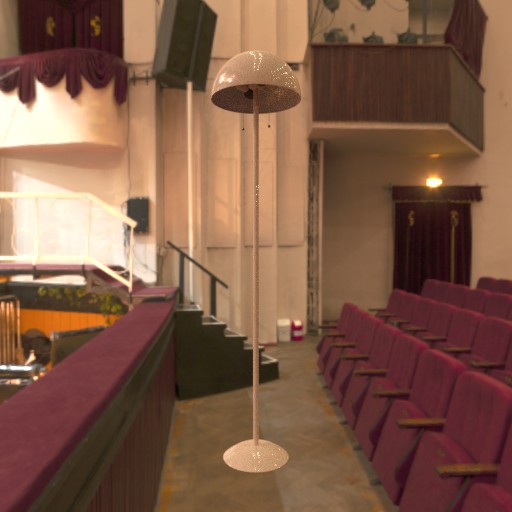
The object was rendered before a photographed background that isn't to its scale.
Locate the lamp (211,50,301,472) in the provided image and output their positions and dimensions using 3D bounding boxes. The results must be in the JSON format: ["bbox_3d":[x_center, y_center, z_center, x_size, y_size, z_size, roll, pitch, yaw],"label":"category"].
[{"bbox_3d":[0.000,0.000,1.624,0.328,1.480,0.328,0,1,0],"label":"lamp"}]
